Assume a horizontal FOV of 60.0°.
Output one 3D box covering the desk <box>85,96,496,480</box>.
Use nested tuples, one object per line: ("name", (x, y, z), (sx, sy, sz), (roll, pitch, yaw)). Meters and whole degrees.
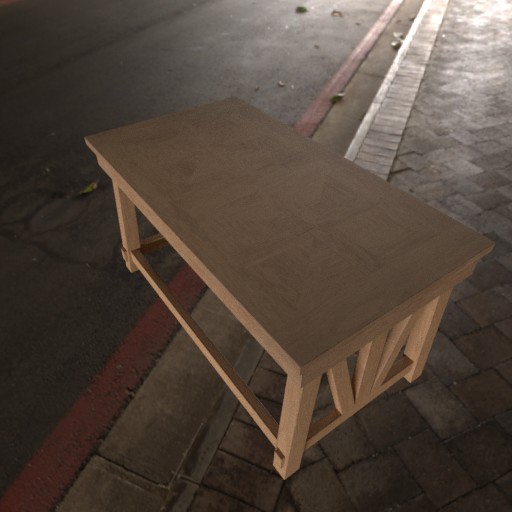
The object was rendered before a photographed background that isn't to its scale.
("desk", (0.000, 0.000, 1.949), (0.813, 0.762, 1.499), (-25, 47, -26))
